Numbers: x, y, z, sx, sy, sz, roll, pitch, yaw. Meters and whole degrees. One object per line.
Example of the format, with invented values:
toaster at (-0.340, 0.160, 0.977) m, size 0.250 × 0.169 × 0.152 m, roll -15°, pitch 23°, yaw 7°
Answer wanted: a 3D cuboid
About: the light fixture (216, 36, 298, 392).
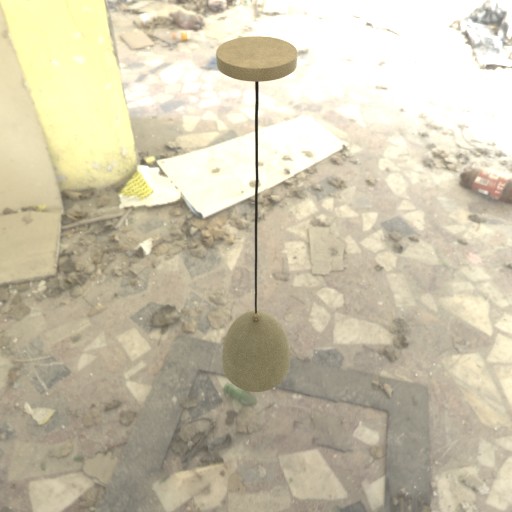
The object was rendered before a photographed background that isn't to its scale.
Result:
light fixture at (0.000, 0.000, 0.844) m, size 0.170 × 0.759 × 0.170 m, roll 3°, pitch 46°, yaw 3°
